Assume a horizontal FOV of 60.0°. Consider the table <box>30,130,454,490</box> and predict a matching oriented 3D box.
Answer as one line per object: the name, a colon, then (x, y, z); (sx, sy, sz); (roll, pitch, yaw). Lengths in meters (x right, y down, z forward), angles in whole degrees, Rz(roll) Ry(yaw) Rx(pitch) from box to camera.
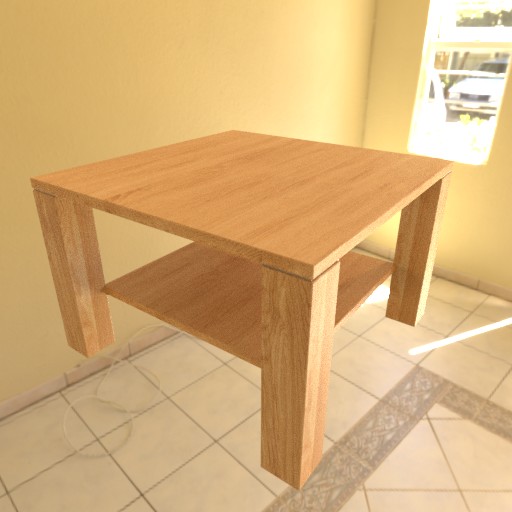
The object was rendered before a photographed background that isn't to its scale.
table: (0.000, 0.000, 1.124); (0.700, 0.450, 0.700); (18, 31, 32)
